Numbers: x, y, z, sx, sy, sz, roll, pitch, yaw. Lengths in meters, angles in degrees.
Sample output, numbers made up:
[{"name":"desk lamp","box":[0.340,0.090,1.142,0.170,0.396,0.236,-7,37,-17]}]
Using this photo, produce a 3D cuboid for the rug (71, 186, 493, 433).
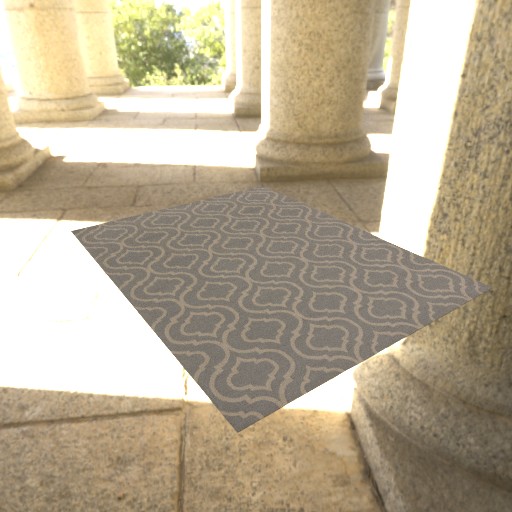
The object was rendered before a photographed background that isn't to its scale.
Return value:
[{"name":"rug","box":[0.000,0.000,3.769,2.283,0.006,2.892,-18,33,-31]}]
